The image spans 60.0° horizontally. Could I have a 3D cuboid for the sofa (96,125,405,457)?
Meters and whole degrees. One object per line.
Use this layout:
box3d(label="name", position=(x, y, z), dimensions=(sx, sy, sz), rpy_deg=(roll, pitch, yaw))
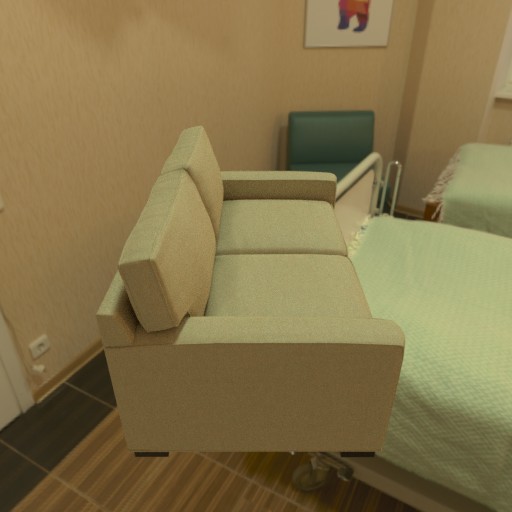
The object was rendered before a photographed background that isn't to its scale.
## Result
box3d(label="sofa", position=(0.000, 0.000, 2.039), dimensions=(0.942, 0.853, 1.484), rpy_deg=(0, 31, 0))
